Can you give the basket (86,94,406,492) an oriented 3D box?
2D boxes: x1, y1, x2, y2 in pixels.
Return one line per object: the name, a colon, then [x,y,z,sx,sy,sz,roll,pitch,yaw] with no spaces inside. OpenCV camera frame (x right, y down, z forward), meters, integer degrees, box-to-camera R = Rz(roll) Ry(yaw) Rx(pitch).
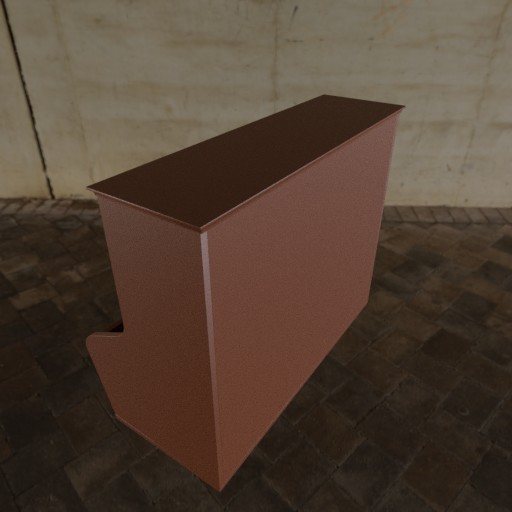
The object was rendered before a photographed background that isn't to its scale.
basket: [0.000,0.000,1.103,0.376,0.625,0.792,20,37,29]
